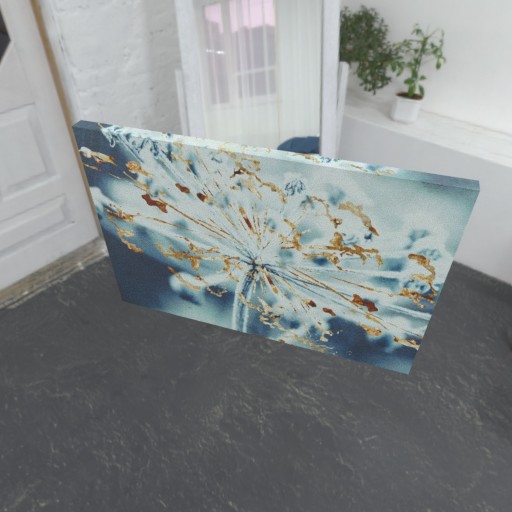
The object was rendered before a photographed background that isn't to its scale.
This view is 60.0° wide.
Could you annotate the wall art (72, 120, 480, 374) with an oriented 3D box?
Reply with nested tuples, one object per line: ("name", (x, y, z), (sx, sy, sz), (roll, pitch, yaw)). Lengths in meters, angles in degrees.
("wall art", (0.000, 0.000, 1.166), (0.912, 0.608, 0.038), (12, 43, 13))
